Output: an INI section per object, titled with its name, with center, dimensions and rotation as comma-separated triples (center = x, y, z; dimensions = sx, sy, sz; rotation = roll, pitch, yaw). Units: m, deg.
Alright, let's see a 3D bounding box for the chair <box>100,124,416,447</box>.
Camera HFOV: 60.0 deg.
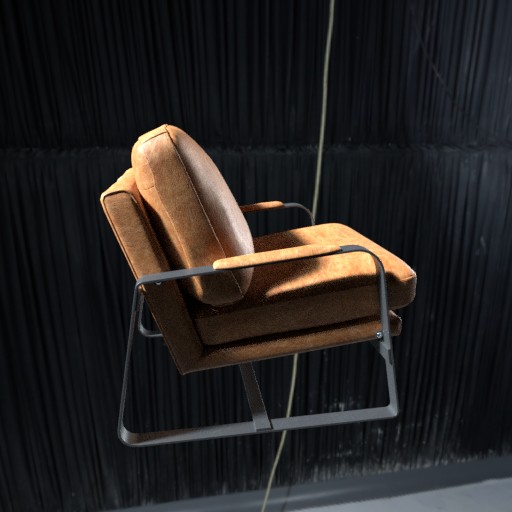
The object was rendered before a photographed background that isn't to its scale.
[chair]
center = 0.000, 0.000, 1.364
dimensions = 0.801, 0.777, 0.651
rotation = -3, 17, -9
